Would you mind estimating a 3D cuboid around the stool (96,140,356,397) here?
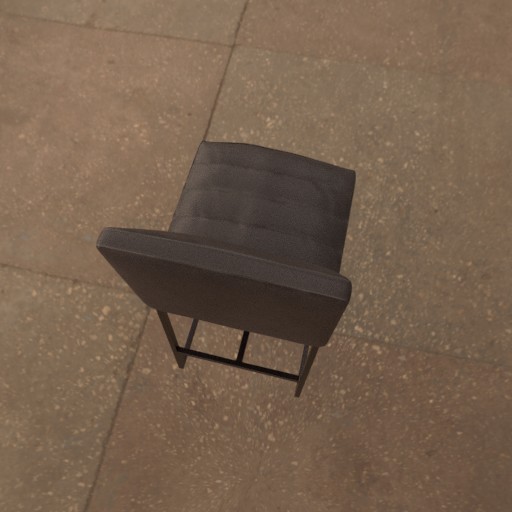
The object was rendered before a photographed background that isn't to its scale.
[{"bbox_3d":[0.000,0.000,1.256,0.463,0.946,0.562,12,64,6],"label":"stool"}]
